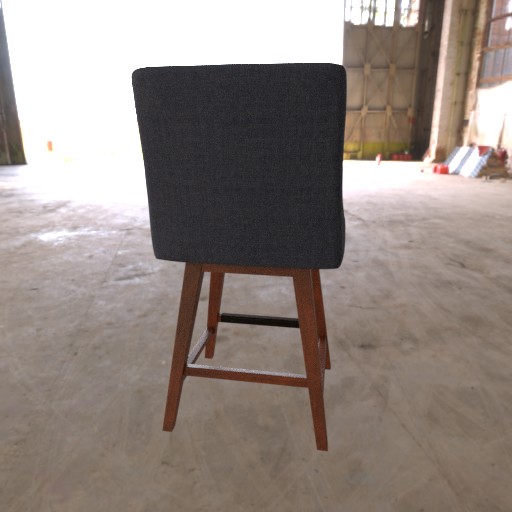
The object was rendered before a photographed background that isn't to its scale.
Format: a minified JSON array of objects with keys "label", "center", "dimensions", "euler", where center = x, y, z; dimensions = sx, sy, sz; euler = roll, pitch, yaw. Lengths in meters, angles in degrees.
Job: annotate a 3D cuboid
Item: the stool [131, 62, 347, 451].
[{"label":"stool","center":[0.000,0.000,1.186],"dimensions":[0.467,0.895,0.524],"euler":[3,17,10]}]
